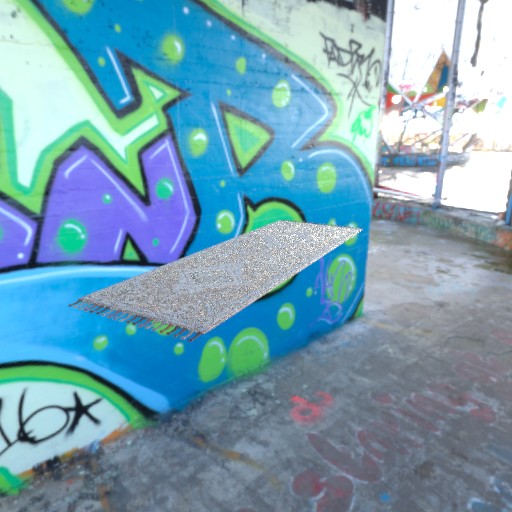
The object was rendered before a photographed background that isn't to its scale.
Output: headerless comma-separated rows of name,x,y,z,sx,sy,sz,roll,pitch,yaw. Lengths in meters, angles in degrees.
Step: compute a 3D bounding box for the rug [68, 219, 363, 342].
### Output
rug,0.000,0.000,2.823,2.378,0.018,1.324,-15,22,-42
